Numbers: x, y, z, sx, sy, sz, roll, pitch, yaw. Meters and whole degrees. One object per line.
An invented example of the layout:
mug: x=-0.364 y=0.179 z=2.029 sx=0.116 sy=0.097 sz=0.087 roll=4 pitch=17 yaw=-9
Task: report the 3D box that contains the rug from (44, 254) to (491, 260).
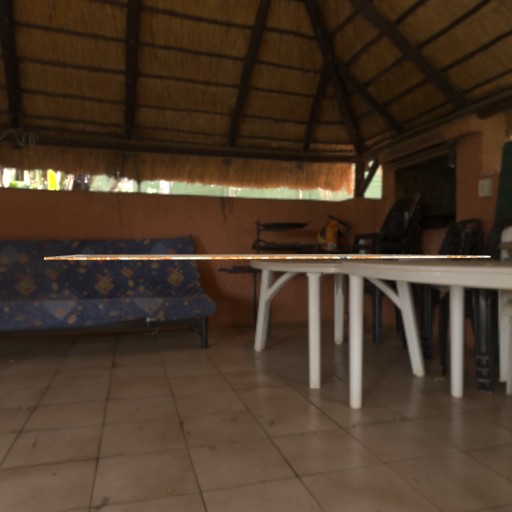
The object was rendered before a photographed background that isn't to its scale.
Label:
rug: x=0.000 y=0.000 z=2.302 sx=1.827 sy=0.008 sz=1.230 roll=0 pitch=1 yaw=-17
